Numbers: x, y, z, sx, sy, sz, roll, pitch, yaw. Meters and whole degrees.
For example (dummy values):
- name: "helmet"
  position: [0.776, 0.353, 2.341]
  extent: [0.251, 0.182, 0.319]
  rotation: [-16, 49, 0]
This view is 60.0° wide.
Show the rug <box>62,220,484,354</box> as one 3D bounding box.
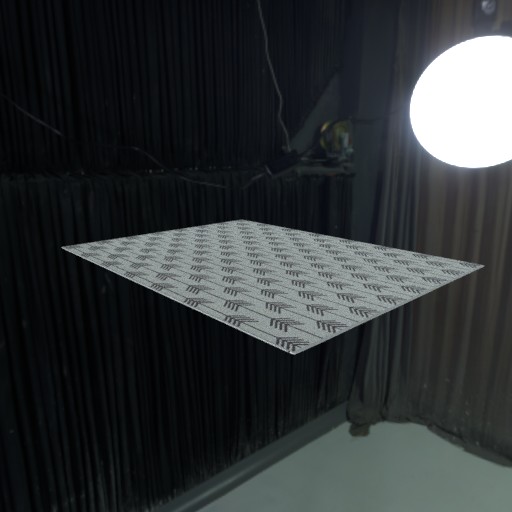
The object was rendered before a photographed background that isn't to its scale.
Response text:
- name: "rug"
  position: [0.000, 0.000, 3.987]
  extent: [2.330, 0.010, 3.061]
  rotation: [-13, 19, -41]
